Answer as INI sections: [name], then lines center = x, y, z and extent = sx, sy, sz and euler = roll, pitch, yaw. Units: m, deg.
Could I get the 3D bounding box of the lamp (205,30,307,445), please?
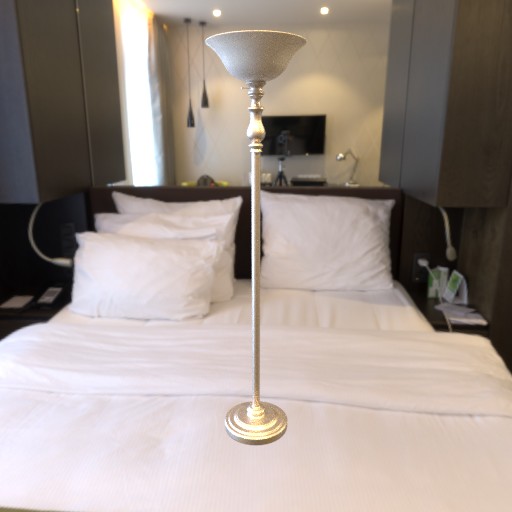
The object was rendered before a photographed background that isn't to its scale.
[lamp]
center = 0.000, 0.000, 2.003
extent = 0.405, 1.771, 0.405
euler = -7, 16, -26
